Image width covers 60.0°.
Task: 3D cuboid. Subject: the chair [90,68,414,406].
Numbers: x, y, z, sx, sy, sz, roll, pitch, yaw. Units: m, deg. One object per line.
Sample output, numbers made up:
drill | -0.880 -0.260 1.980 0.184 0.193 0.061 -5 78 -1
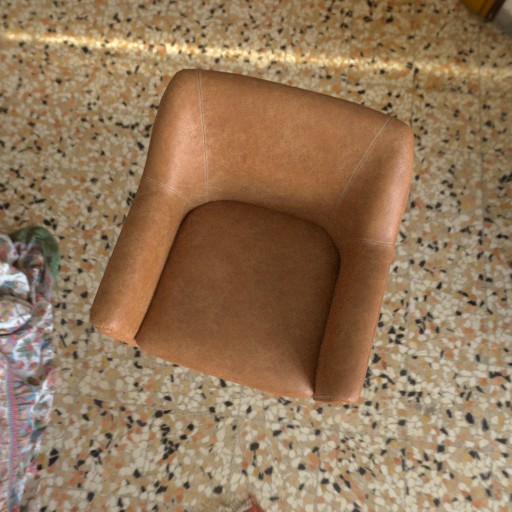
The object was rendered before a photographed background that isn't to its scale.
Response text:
chair | 0.000 0.000 1.875 1.037 0.980 1.034 16 73 5
